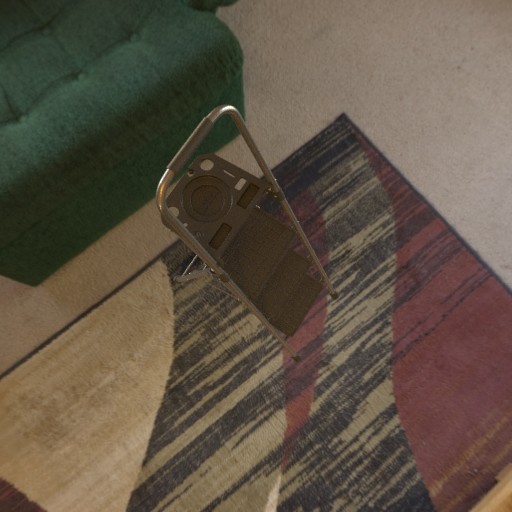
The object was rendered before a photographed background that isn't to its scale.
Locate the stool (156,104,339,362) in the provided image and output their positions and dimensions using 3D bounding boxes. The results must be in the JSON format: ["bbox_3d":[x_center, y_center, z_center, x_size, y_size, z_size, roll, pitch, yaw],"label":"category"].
[{"bbox_3d":[0.000,0.000,1.562,0.733,1.277,0.396,32,78,8],"label":"stool"}]
